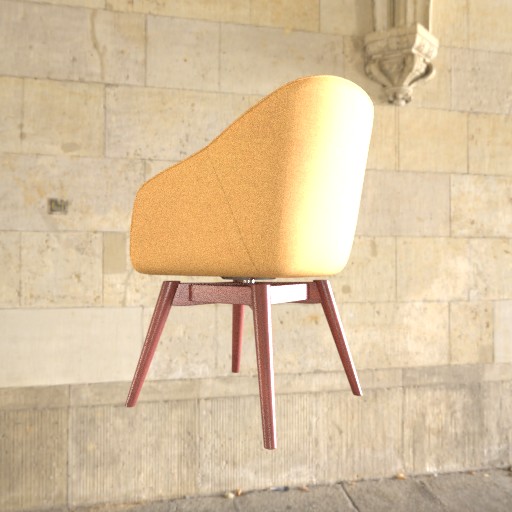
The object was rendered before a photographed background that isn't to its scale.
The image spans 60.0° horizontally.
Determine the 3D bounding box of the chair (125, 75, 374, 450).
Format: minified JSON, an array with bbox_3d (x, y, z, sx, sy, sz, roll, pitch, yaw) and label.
[{"bbox_3d":[0.000,0.000,1.259,0.635,0.823,0.596,-1,-1,36],"label":"chair"}]
